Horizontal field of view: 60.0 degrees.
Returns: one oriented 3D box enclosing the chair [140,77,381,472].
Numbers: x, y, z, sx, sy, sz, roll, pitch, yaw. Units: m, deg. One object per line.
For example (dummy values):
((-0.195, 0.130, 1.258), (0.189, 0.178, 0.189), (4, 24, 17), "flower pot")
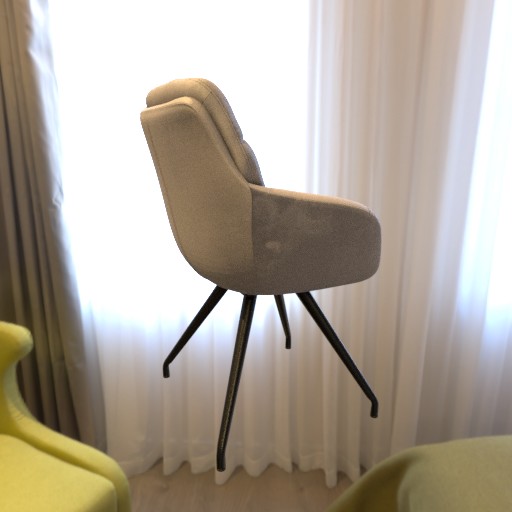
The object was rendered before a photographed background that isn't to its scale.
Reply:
((0.000, 0.000, 1.245), (0.569, 0.888, 0.579), (-7, 16, -26), "chair")
